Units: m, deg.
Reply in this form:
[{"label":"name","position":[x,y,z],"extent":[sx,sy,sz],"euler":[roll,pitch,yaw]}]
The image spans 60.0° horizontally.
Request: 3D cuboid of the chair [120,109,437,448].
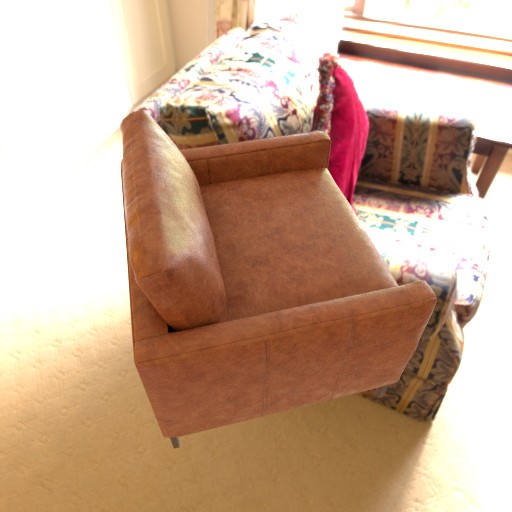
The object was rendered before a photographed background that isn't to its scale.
[{"label":"chair","position":[0.000,0.000,1.618],"extent":[0.862,0.869,0.967],"euler":[-10,47,-10]}]
